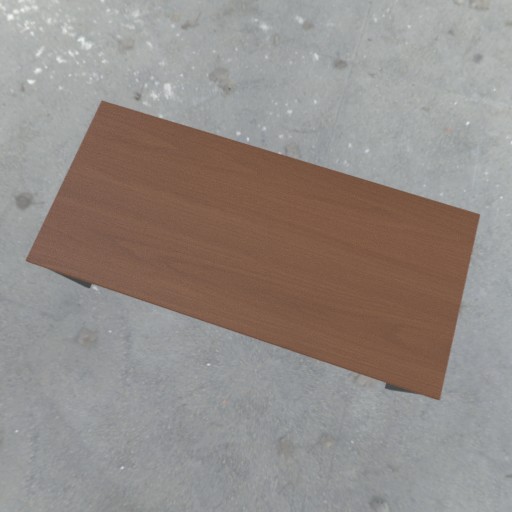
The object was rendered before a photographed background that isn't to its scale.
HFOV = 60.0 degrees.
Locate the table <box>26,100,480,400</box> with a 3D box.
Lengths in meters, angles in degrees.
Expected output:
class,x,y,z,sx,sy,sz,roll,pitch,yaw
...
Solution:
class,x,y,z,sx,sy,sz,roll,pitch,yaw
table,0.000,0.000,1.362,1.100,0.400,0.500,18,76,5
